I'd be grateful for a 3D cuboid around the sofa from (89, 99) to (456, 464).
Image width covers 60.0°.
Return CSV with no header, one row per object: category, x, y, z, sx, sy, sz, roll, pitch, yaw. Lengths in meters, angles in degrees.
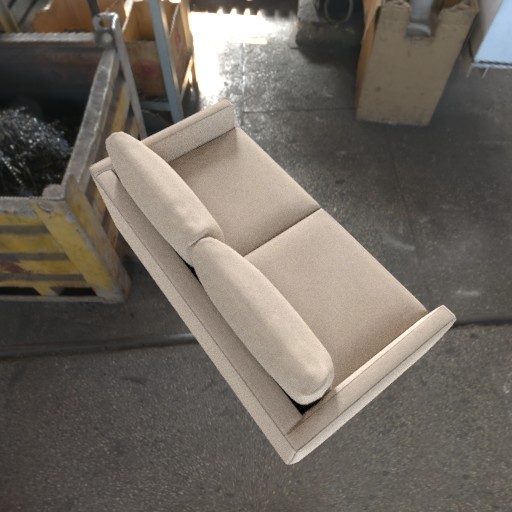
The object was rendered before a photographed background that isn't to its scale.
sofa,0.000,0.000,2.185,0.875,0.840,1.682,-33,65,-18
